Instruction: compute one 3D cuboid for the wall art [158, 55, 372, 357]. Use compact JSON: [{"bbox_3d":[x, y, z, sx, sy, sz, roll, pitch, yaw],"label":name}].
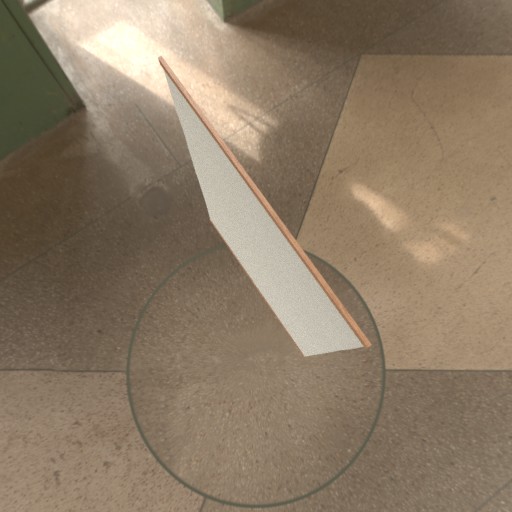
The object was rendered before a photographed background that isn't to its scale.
[{"bbox_3d":[0.000,0.000,1.950,0.019,1.527,1.019,-33,79,-8],"label":"wall art"}]
